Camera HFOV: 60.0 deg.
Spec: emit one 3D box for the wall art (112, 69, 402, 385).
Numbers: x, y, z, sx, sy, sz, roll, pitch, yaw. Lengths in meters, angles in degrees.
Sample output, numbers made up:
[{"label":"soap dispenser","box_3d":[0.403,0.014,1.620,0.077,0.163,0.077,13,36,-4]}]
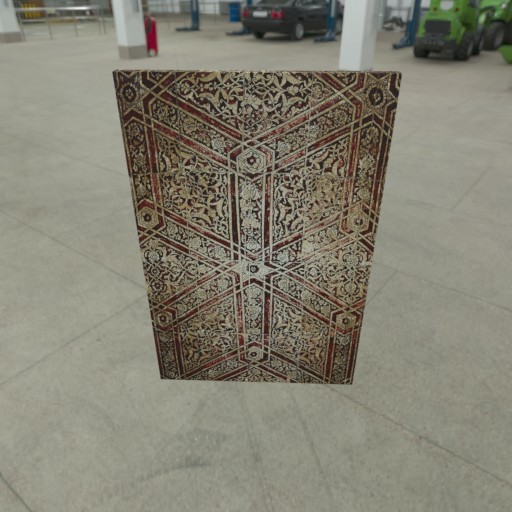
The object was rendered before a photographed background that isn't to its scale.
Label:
[{"label":"wall art","box_3d":[0.000,0.000,1.162,0.599,0.904,0.030,1,31,2]}]
